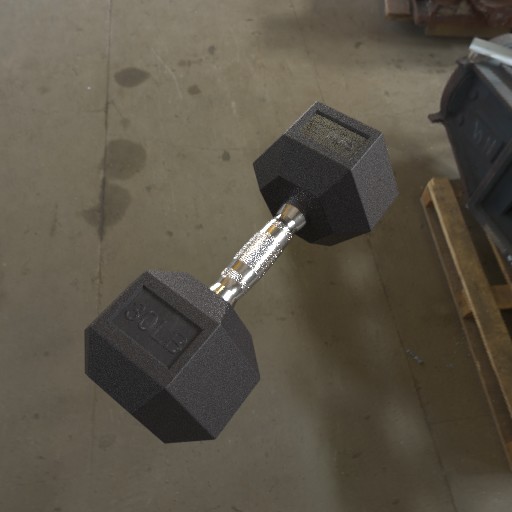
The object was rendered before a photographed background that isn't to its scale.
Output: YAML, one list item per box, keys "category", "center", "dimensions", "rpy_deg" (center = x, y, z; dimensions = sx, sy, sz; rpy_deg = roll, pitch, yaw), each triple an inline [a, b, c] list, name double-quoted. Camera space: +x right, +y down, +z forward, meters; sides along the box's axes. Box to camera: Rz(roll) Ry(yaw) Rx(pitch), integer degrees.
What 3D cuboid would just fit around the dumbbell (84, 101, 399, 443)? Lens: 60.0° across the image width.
- category: "dumbbell"
  center: [0.000, 0.000, 0.407]
  dimensions: [0.142, 0.123, 0.337]
  rpy_deg: [33, 65, 18]
